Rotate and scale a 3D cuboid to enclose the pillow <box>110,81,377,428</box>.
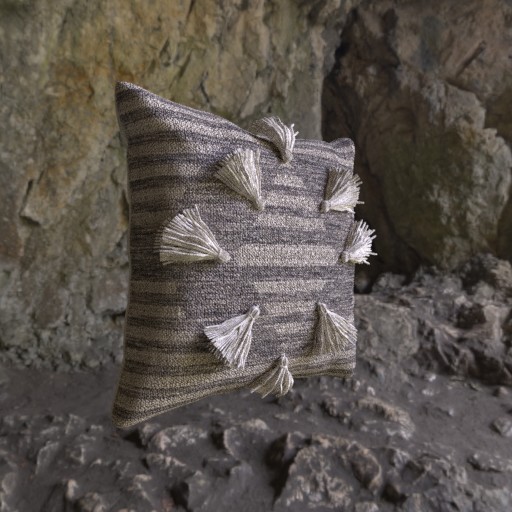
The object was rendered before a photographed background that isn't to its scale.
[{"bbox_3d":[0.000,0.000,0.754,0.484,0.490,0.234,1,-1,-37],"label":"pillow"}]
